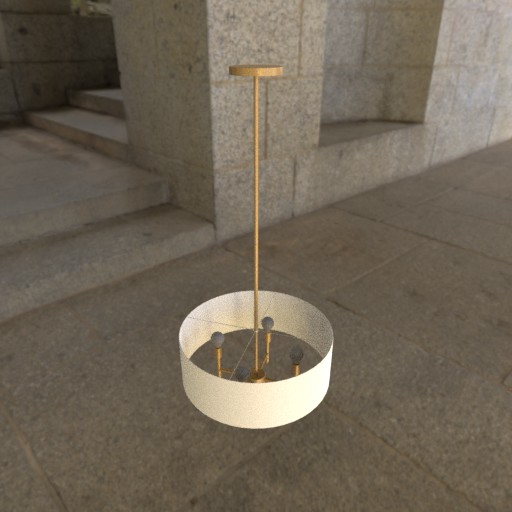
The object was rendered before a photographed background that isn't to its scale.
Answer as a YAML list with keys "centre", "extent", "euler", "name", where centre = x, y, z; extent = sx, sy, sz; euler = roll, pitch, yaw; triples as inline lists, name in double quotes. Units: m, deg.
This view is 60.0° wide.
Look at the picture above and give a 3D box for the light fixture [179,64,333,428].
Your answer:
- centre: [0.000, 0.000, 1.352]
  extent: [0.508, 1.067, 0.508]
  euler: [0, 26, 0]
  name: "light fixture"
